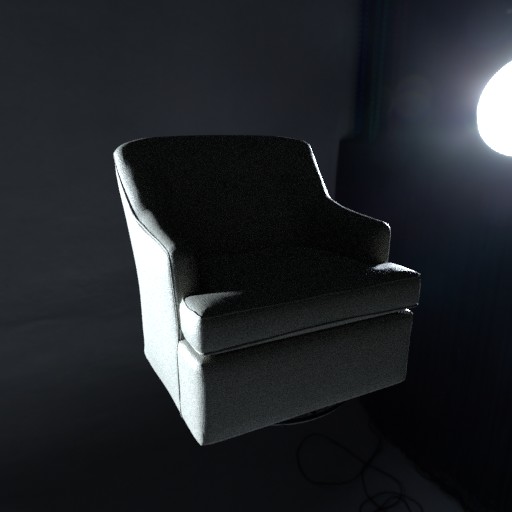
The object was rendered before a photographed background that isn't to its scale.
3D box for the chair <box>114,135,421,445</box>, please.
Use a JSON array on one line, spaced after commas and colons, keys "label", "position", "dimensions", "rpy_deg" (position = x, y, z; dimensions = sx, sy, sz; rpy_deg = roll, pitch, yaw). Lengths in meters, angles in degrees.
[{"label": "chair", "position": [0.000, 0.000, 1.648], "dimensions": [0.864, 0.856, 0.923], "rpy_deg": [-8, 18, -25]}]
